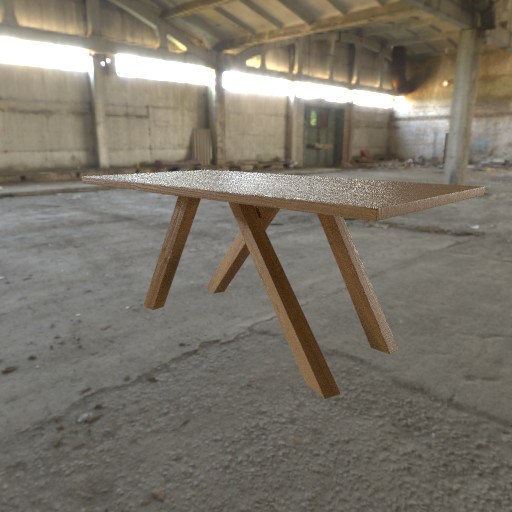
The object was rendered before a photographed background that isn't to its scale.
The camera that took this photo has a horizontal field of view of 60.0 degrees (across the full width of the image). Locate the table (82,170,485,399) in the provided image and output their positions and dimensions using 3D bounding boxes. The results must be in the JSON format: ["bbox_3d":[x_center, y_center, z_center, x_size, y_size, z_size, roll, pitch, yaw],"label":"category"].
[{"bbox_3d":[0.000,0.000,2.239,1.797,0.750,0.901,13,19,42],"label":"table"}]
